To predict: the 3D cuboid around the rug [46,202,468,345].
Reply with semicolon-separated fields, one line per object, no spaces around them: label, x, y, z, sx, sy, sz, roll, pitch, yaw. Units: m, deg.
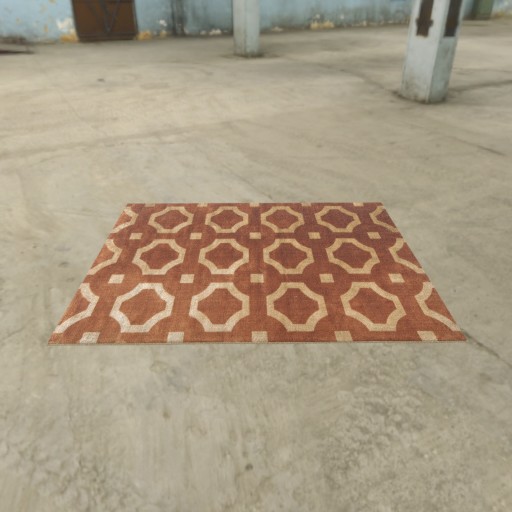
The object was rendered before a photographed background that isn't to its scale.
rug;0.000;0.000;4.254;3.049;0.021;2.466;0;31;-1
